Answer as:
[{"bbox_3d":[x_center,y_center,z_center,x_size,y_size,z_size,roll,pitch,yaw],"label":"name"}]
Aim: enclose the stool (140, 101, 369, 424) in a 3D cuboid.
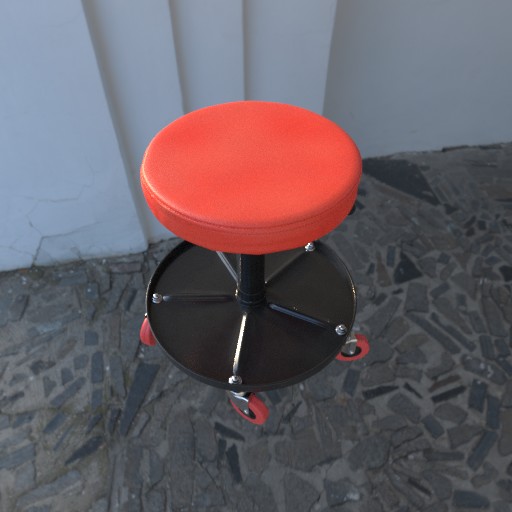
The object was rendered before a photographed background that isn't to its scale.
[{"bbox_3d":[0.000,0.000,0.673,0.382,0.365,0.381,2,46,2],"label":"stool"}]
